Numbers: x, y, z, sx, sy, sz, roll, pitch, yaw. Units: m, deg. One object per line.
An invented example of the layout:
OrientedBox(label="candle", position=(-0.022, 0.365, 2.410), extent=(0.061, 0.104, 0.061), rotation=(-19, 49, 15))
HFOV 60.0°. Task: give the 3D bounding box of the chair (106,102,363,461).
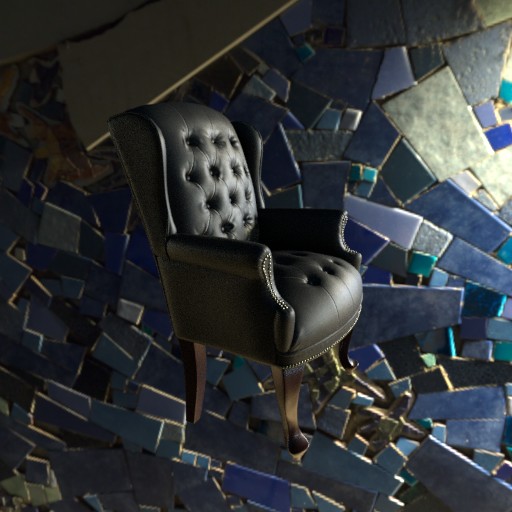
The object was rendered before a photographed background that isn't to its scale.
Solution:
OrientedBox(label="chair", position=(0.000, 0.000, 1.659), extent=(0.762, 1.111, 0.838), rotation=(7, 16, 26))
